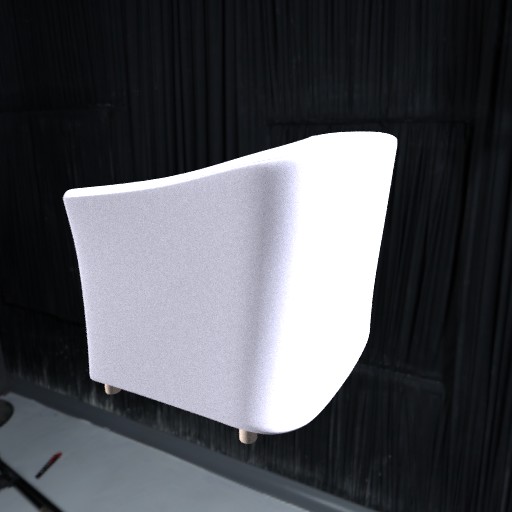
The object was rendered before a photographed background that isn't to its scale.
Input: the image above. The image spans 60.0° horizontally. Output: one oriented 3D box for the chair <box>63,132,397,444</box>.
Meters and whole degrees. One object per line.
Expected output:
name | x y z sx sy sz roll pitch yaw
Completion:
chair | 0.000 0.000 1.341 0.700 0.720 0.790 8 17 27
